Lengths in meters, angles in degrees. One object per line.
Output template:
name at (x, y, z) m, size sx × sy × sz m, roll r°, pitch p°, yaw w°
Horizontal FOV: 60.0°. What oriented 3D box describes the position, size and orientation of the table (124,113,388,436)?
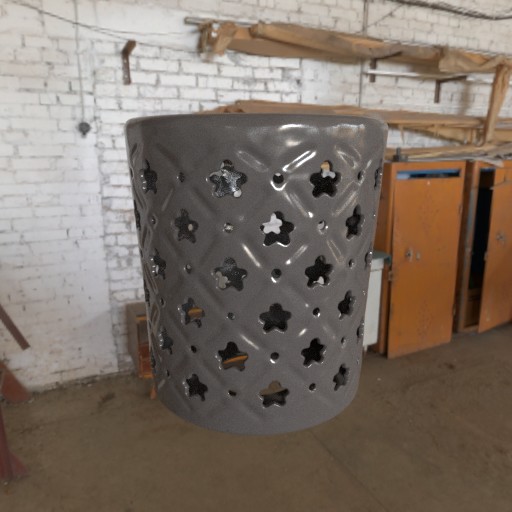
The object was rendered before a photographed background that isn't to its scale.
table at (0.000, 0.000, 0.654) m, size 0.352 × 0.387 × 0.352 m, roll 0°, pitch 14°, yaw 0°
